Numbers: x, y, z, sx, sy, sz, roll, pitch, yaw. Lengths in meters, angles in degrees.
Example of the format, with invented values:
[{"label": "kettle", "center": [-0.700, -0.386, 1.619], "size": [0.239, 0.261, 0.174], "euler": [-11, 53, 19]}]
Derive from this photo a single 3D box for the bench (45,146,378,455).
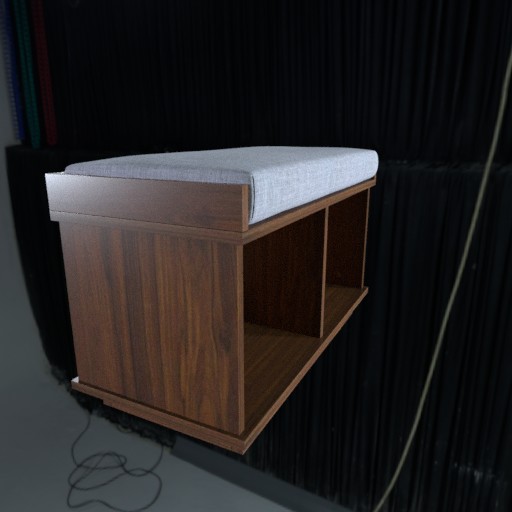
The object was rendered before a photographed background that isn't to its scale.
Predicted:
[{"label": "bench", "center": [0.000, 0.000, 0.979], "size": [0.362, 0.461, 0.734], "euler": [8, 18, 26]}]
